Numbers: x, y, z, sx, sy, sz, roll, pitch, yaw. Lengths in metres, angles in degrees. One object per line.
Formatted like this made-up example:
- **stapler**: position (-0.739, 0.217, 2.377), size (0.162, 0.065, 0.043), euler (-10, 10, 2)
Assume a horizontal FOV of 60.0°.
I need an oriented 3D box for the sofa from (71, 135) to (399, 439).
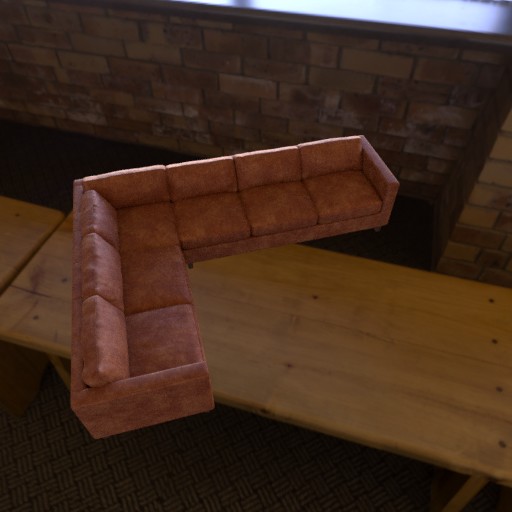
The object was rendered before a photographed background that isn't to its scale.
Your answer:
- **sofa**: position (0.000, 0.000, 4.141), size (3.150, 0.838, 2.438), euler (-11, 49, -10)
